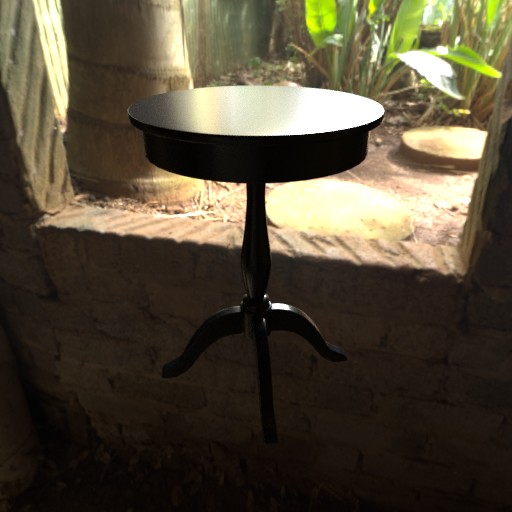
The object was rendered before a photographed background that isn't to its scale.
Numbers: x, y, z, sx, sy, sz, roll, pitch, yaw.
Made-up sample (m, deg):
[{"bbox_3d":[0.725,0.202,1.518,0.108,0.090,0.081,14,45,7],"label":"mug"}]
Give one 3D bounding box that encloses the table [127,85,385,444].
[{"bbox_3d":[0.000,0.000,1.008,0.481,0.665,0.481,0,29,0],"label":"table"}]
